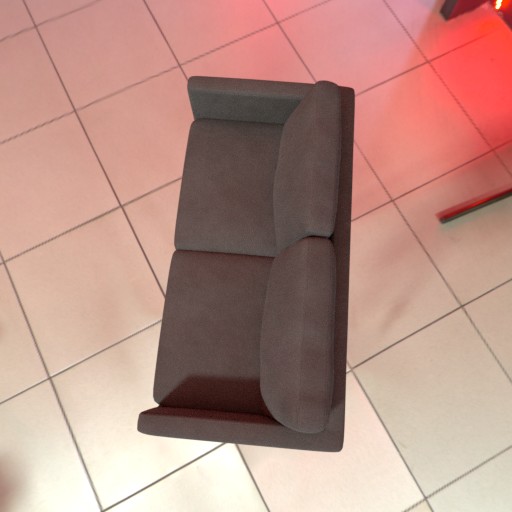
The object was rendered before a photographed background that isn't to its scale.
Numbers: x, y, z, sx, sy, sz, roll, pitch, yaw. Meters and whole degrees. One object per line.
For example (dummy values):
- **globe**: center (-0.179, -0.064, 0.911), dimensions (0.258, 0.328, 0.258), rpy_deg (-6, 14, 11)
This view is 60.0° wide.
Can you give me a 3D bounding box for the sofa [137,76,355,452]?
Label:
- **sofa**: center (0.000, 0.000, 2.454), dimensions (0.950, 0.963, 1.884), rpy_deg (5, 75, 1)
